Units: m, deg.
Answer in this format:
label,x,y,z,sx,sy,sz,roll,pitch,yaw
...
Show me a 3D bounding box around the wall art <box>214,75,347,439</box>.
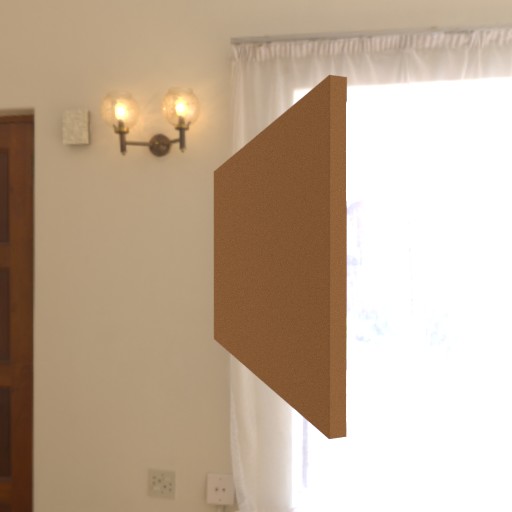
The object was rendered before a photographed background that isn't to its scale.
label,x,y,z,sx,sy,sz,roll,pitch,yaw
wall art,0.000,0.000,1.180,0.033,0.608,0.915,0,0,-18
